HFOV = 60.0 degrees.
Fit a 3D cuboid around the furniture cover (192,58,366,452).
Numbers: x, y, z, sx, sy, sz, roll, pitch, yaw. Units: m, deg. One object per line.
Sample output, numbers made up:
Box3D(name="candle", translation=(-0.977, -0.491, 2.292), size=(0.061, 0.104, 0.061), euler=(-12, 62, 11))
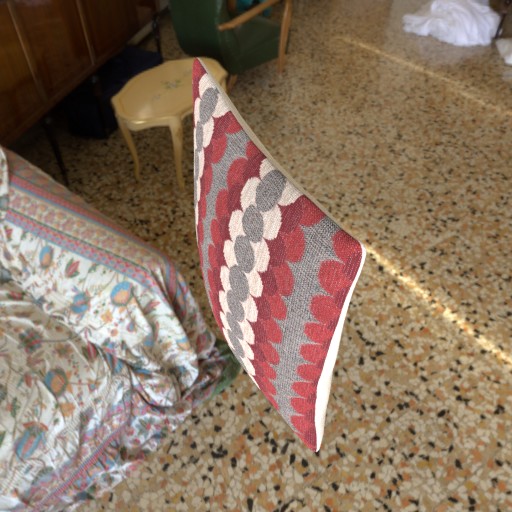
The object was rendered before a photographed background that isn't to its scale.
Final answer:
Box3D(name="furniture cover", translation=(0.000, 0.000, 0.642), size=(0.145, 0.420, 0.435), euler=(-17, 47, -17))
